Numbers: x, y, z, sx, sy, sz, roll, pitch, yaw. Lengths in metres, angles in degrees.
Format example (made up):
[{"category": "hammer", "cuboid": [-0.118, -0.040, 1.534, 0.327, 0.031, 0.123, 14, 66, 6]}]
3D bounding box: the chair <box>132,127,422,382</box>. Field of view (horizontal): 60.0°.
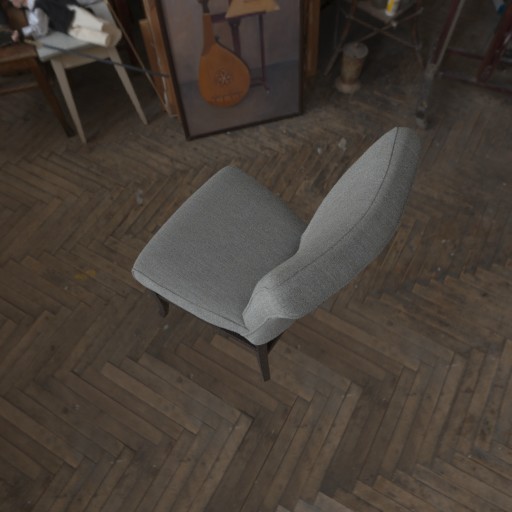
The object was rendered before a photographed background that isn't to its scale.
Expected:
[{"category": "chair", "cuboid": [0.000, 0.000, 1.373, 0.660, 0.991, 0.520, 33, 68, 15]}]
